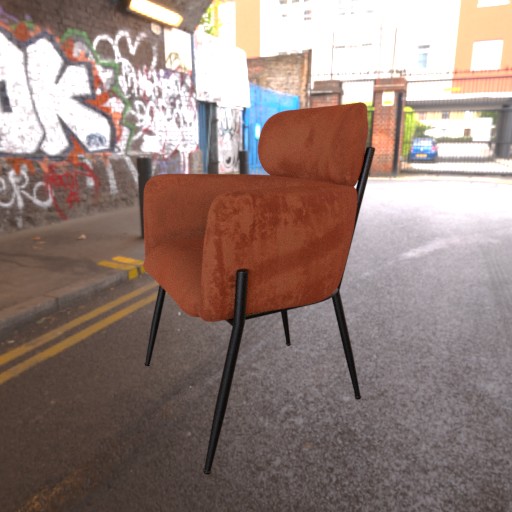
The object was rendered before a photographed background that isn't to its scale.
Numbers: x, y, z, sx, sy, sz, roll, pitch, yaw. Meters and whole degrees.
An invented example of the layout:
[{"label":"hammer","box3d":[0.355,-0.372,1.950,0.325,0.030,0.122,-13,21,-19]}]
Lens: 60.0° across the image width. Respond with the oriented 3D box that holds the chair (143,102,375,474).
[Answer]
[{"label":"chair","box3d":[0.000,0.000,1.176,0.523,0.772,0.561,-7,16,-26]}]
